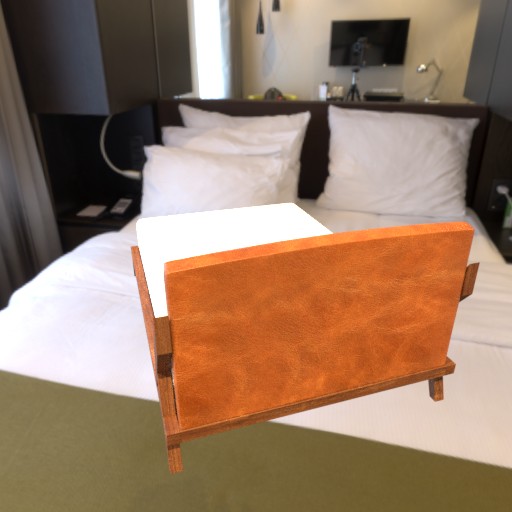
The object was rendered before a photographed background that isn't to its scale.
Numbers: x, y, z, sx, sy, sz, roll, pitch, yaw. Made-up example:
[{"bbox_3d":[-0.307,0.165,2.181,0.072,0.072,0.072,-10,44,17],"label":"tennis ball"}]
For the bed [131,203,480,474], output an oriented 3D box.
[{"bbox_3d":[0.000,0.000,3.177,1.651,1.168,2.311,-8,26,-17],"label":"bed"}]
